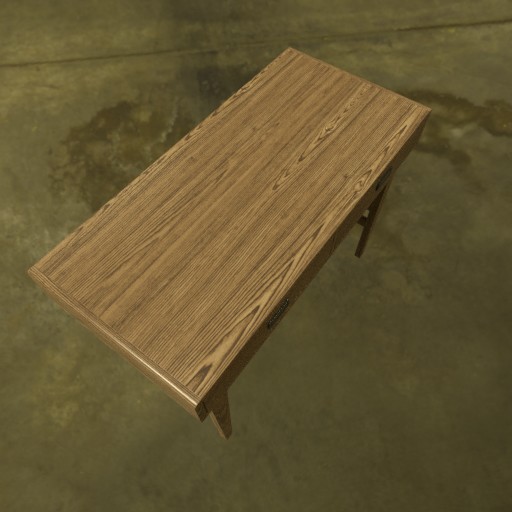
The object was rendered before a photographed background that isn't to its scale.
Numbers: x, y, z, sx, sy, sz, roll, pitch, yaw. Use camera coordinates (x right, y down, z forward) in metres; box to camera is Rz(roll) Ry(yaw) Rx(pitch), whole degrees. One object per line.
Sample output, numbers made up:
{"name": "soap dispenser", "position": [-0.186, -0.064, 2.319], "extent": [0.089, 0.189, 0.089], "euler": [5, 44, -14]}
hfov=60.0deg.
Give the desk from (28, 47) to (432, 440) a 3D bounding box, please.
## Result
{"name": "desk", "position": [0.000, 0.000, 1.473], "extent": [0.508, 0.755, 1.067], "euler": [32, 64, 18]}
